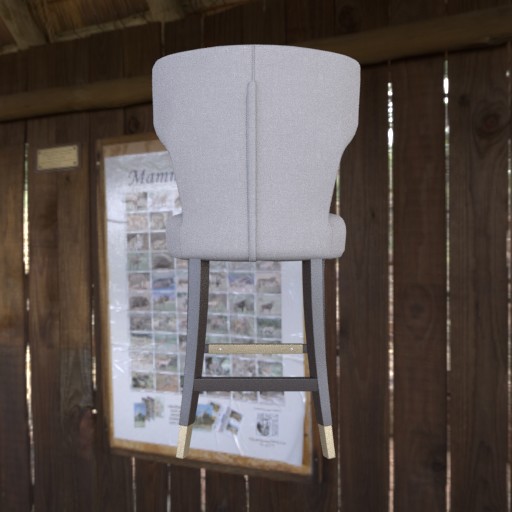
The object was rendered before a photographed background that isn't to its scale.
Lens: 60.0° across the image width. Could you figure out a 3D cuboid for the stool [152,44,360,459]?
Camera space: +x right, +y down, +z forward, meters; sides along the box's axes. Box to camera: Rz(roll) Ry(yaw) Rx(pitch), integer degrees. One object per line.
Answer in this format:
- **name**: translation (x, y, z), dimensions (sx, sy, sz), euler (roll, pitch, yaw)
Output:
- **stool**: translation (0.000, 0.000, 1.279), dimensions (0.527, 0.982, 0.563), euler (0, 0, 0)
